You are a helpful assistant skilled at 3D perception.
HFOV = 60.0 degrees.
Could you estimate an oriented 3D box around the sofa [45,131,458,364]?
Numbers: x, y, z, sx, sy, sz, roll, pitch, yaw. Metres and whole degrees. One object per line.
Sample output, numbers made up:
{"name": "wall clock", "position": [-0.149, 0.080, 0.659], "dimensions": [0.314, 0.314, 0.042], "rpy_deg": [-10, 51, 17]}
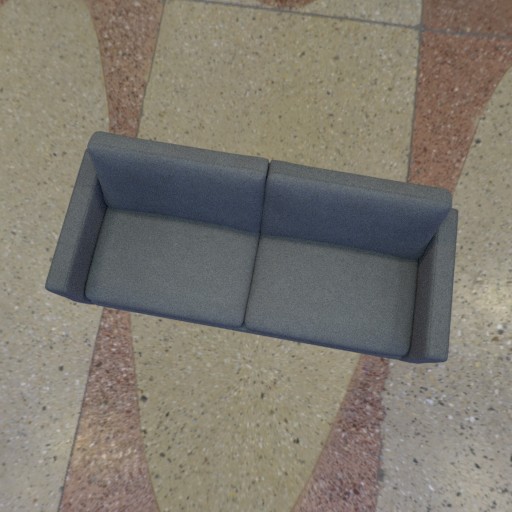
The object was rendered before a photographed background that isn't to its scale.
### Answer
{"name": "sofa", "position": [0.000, 0.000, 2.311], "dimensions": [1.925, 0.828, 0.774], "rpy_deg": [10, 76, 2]}
